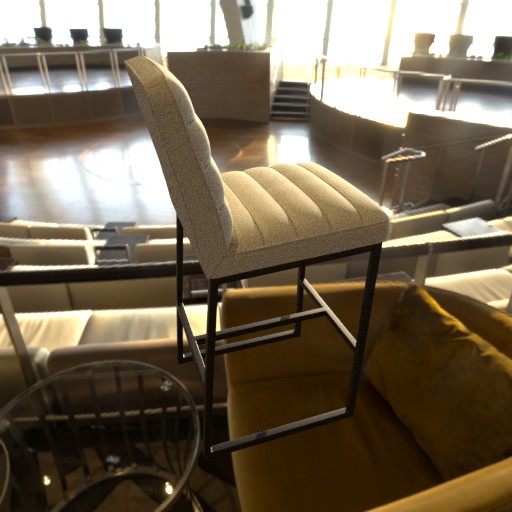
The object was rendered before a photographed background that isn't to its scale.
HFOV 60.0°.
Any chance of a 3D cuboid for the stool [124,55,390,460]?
[{"bbox_3d":[0.000,0.000,1.272,0.560,1.040,0.460,-10,31,-16],"label":"stool"}]
